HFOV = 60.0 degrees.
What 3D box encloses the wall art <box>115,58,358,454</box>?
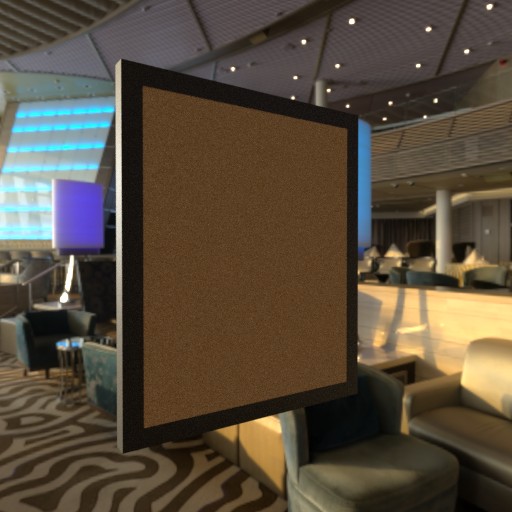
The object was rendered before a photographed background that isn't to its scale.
[{"bbox_3d":[0.000,0.000,0.701,0.432,0.508,0.025,-1,1,-34],"label":"wall art"}]
